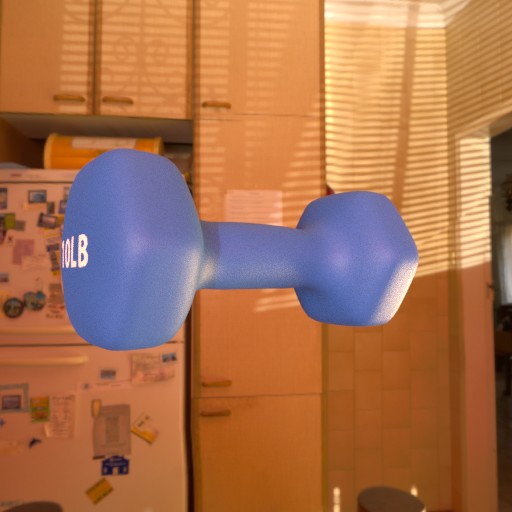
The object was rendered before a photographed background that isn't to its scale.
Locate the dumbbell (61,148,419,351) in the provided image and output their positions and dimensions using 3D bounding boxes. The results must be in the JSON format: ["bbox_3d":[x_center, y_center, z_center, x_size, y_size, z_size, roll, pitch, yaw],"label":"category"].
[{"bbox_3d":[0.000,0.000,0.267,0.212,0.093,0.103,2,-3,-36],"label":"dumbbell"}]
